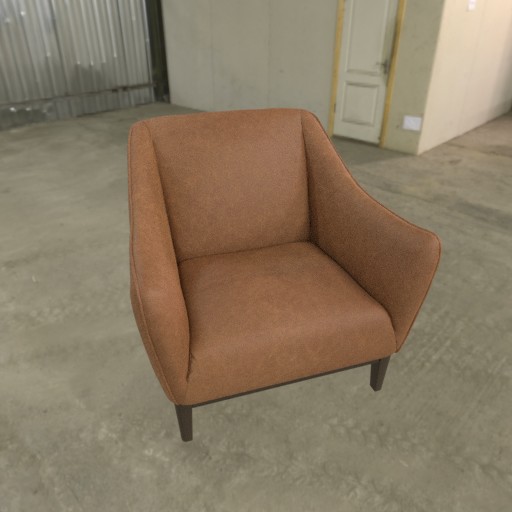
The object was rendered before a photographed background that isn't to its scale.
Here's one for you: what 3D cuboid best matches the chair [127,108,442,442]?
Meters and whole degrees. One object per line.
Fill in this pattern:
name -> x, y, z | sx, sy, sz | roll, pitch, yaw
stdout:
chair -> 0.000, 0.000, 1.566 | 0.871, 0.830, 0.852 | -9, 32, -15
